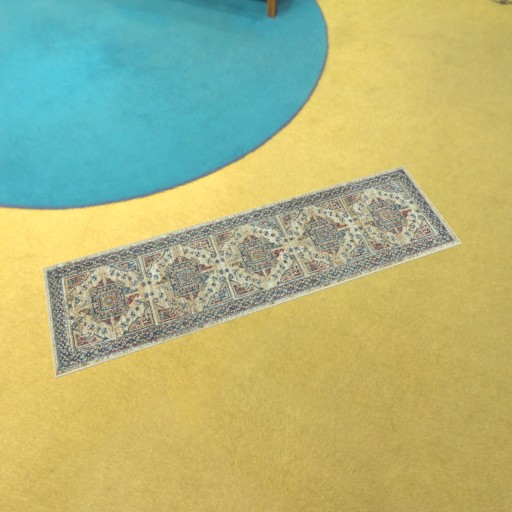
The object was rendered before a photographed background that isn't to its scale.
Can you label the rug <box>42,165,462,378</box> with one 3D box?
[{"bbox_3d":[0.000,0.000,2.520,2.297,0.013,0.661,-17,59,-11],"label":"rug"}]
